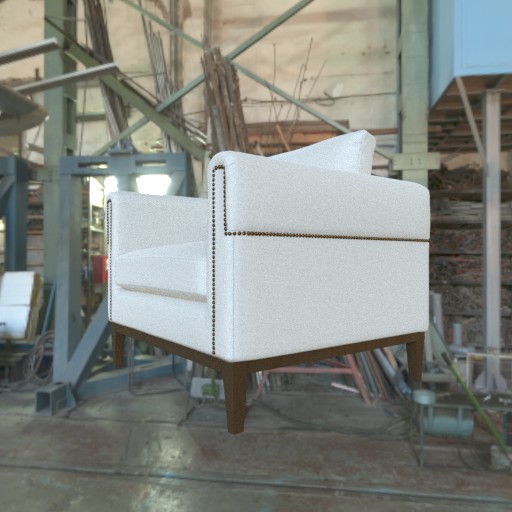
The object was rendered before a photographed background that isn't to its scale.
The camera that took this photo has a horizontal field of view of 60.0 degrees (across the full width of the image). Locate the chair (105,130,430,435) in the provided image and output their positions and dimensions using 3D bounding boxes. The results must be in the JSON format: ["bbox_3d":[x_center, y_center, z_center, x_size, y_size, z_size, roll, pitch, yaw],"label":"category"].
[{"bbox_3d":[0.000,0.000,1.731,0.896,0.915,0.982,0,0,-37],"label":"chair"}]
